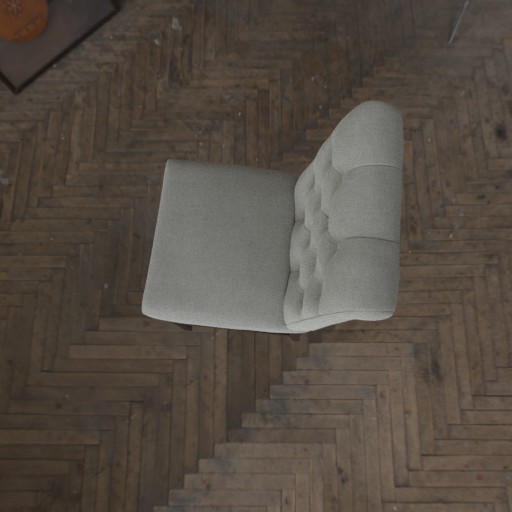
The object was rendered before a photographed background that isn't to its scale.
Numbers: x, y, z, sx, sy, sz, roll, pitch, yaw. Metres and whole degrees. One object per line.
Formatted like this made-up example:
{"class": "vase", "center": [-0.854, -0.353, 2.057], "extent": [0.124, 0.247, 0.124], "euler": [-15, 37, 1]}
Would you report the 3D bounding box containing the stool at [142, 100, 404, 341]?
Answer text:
{"class": "stool", "center": [0.000, 0.000, 1.432], "extent": [0.601, 1.140, 0.493], "euler": [6, 76, 2]}
